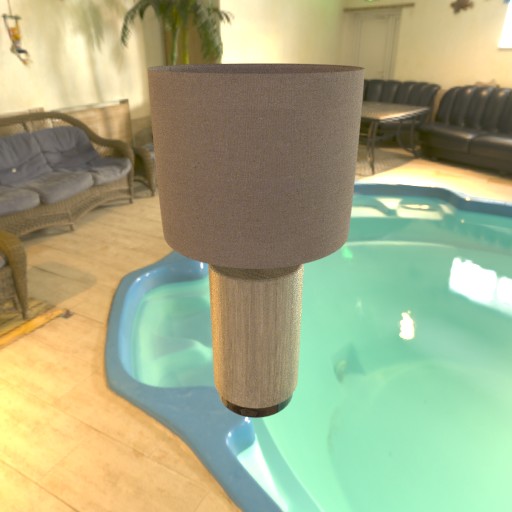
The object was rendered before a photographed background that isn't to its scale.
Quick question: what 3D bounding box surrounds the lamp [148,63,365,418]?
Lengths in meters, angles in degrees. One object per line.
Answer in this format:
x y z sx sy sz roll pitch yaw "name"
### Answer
0.000 0.000 0.567 0.228 0.444 0.228 17 30 31 "lamp"
